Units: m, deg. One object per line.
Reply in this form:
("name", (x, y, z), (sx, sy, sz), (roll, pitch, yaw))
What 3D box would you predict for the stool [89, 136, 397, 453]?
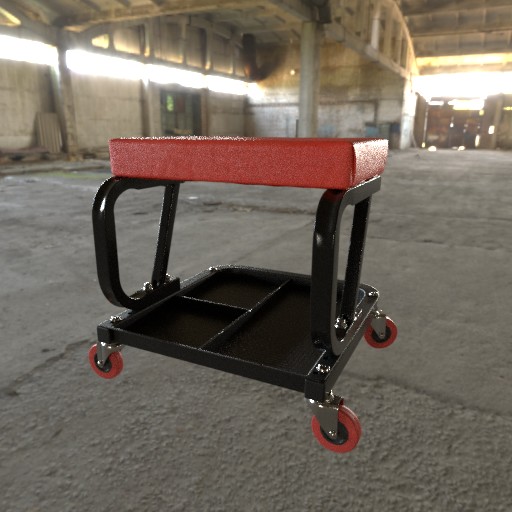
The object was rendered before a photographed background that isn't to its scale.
("stool", (0.000, 0.000, 0.735), (0.446, 0.380, 0.371), (8, 18, 25))
